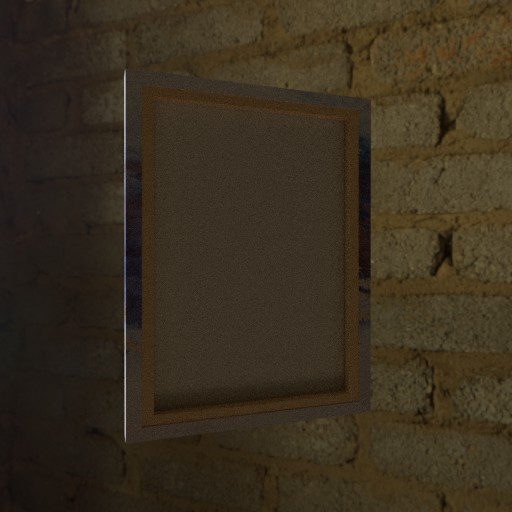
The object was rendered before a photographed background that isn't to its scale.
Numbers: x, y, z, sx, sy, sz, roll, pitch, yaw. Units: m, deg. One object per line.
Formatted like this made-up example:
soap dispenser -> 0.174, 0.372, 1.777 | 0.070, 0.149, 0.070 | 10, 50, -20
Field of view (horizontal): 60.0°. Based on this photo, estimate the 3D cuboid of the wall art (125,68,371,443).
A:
wall art -> 0.000, 0.000, 0.771 | 0.437, 0.581, 0.036 | 0, 0, -18
